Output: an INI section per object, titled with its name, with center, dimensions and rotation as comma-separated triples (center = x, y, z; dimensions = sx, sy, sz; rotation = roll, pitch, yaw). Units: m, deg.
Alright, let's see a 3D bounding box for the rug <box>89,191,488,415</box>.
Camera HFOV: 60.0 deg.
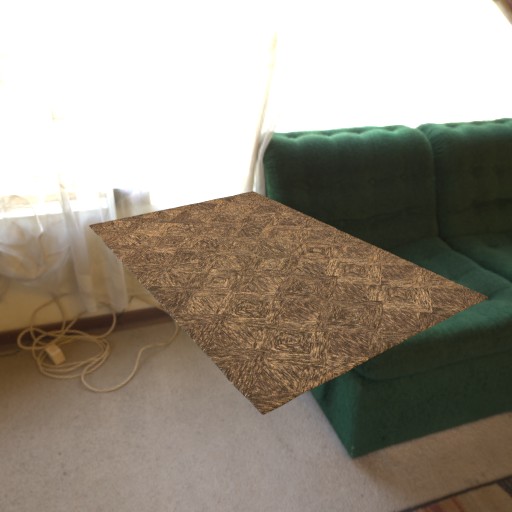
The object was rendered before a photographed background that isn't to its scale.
[rug]
center = 0.000, 0.000, 2.275
dimensions = 1.189, 0.011, 1.808
rotation = -17, 31, -30
